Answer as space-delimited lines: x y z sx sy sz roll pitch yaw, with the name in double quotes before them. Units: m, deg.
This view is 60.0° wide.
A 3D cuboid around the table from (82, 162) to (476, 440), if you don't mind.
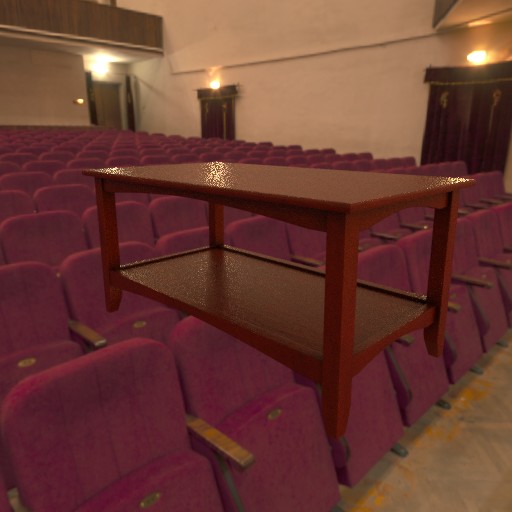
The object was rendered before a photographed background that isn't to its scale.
"table" 0.000 0.000 1.247 0.943 0.456 0.533 15 21 43
